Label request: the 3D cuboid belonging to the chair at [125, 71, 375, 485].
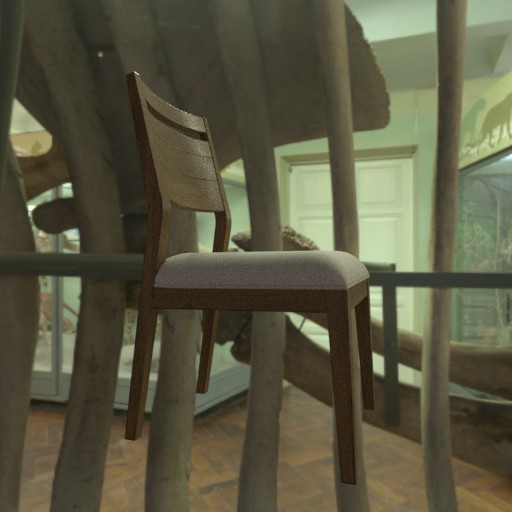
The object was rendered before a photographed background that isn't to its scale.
[{"bbox_3d":[0.000,0.000,1.242,0.610,0.939,0.497,0,0,19],"label":"chair"}]
